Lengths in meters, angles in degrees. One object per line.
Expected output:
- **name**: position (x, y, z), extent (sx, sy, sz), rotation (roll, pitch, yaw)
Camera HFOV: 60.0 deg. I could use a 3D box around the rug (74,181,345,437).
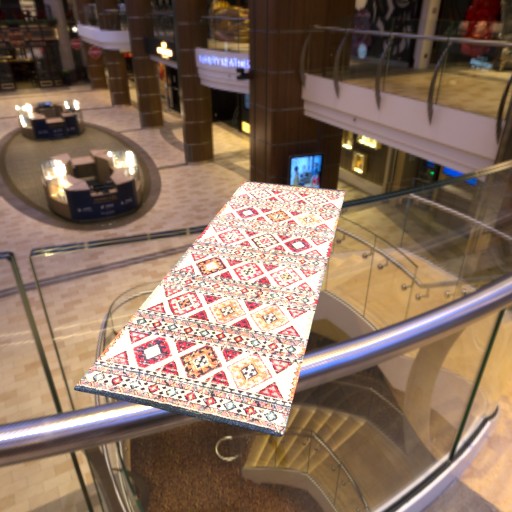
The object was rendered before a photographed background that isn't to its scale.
- **rug**: position (0.000, 0.000, 2.602), extent (0.832, 0.008, 2.362), rotation (8, 31, 13)
